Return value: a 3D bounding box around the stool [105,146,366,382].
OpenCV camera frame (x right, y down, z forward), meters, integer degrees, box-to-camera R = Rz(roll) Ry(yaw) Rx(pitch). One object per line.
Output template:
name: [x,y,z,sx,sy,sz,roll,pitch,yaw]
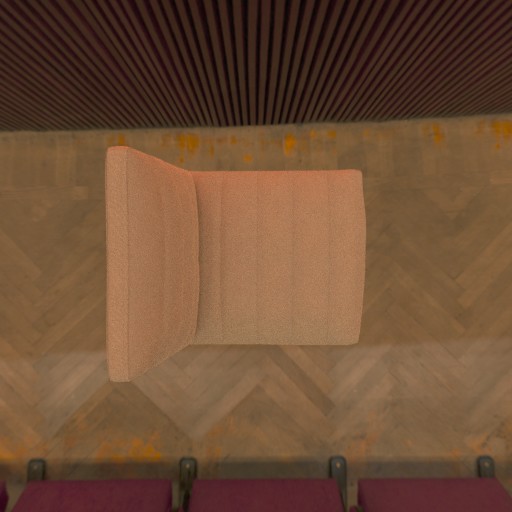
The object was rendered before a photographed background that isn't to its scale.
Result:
stool: [0.000,0.000,1.340,0.573,1.061,0.464,0,92,0]
